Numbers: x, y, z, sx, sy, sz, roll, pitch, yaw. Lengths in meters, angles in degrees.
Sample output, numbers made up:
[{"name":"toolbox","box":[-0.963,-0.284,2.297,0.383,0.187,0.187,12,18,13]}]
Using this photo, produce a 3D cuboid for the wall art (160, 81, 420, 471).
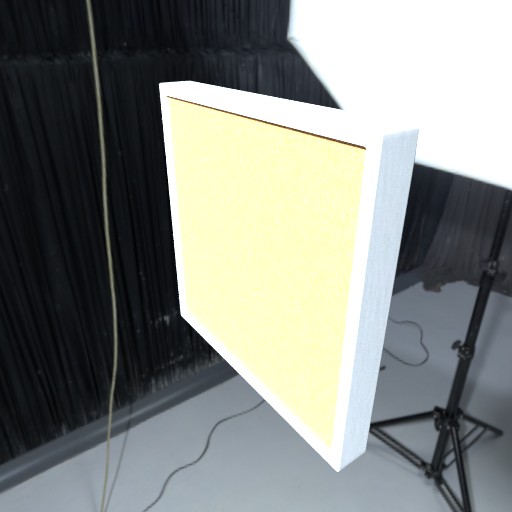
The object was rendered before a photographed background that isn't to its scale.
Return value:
[{"name":"wall art","box":[0.000,0.000,0.451,0.038,0.305,0.305,-19,33,-31]}]
